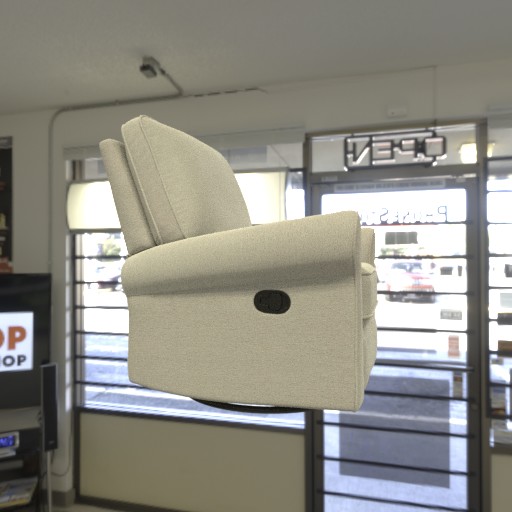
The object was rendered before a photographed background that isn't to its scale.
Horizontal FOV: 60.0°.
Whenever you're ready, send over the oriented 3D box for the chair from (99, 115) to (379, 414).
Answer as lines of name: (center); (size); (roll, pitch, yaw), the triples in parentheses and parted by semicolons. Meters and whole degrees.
chair: (0.000, 0.000, 1.676); (0.878, 0.960, 0.890); (0, 0, 18)
